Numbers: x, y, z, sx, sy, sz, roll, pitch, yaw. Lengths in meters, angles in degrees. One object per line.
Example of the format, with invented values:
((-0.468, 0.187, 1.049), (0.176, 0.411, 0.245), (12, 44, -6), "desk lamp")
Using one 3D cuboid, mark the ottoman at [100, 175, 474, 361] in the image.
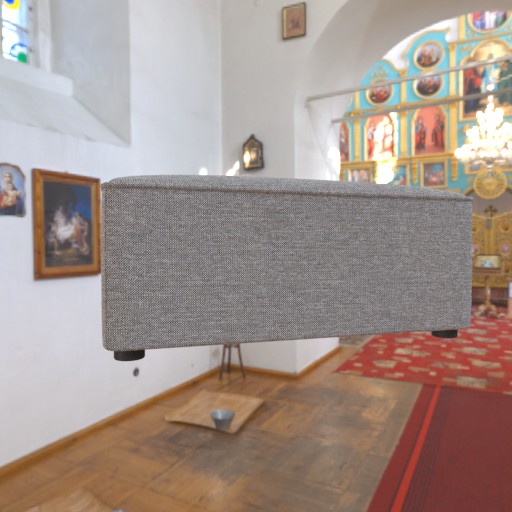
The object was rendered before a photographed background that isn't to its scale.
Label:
((0.000, 0.000, 1.572), (1.005, 0.455, 1.005), (0, 1, -17), "ottoman")
